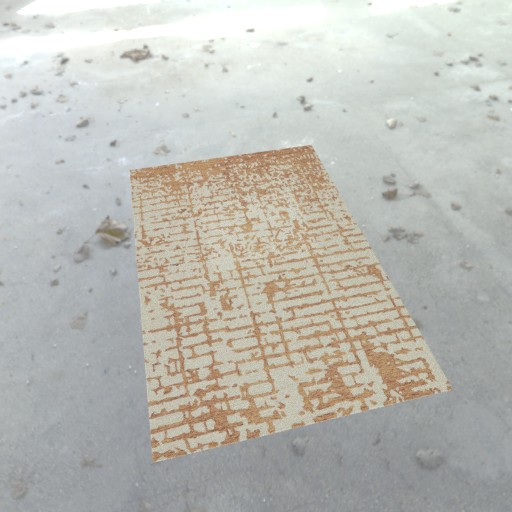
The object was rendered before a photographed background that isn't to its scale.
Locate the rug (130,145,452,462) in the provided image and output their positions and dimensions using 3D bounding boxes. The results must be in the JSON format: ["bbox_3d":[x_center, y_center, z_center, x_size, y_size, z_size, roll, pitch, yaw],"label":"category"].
[{"bbox_3d":[0.000,0.000,2.324,1.219,0.011,1.829,-10,48,-9],"label":"rug"}]
